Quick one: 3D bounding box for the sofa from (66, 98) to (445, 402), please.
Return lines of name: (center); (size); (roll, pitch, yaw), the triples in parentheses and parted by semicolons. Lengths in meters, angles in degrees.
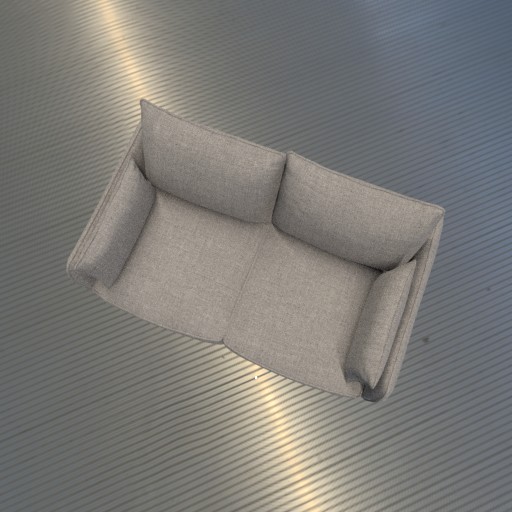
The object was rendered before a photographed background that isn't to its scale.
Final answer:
sofa: (0.000, 0.000, 2.178); (1.580, 0.851, 0.972); (21, 76, 6)
